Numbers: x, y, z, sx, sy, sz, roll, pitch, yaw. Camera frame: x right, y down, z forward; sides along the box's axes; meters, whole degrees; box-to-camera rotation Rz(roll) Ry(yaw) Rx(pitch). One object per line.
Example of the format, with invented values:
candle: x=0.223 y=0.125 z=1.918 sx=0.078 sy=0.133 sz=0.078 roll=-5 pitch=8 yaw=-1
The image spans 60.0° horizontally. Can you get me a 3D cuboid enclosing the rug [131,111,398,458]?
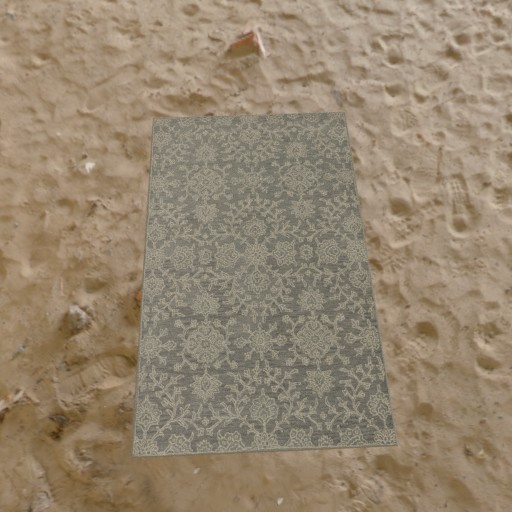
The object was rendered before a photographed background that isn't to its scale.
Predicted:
rug: x=0.000 y=0.000 z=2.996 sx=1.515 sy=0.010 sz=2.430 roll=-2 pitch=66 yaw=-1
